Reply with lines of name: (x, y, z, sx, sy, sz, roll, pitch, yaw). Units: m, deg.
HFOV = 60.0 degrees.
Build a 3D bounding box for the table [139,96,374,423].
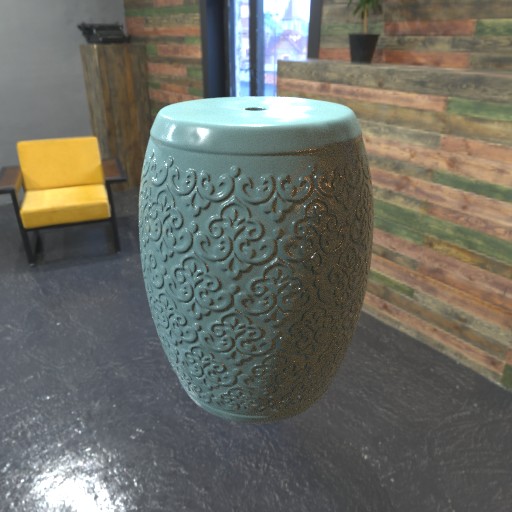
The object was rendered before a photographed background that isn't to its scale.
table: (0.000, 0.000, 0.617, 0.309, 0.397, 0.309, 0, 26, 0)
